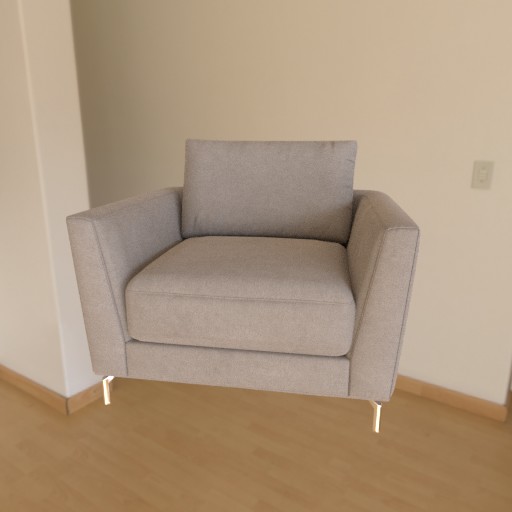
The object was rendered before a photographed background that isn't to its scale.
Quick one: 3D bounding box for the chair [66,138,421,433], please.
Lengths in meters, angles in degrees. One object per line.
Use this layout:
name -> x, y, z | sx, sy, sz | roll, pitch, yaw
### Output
chair -> 0.000, 0.000, 1.687 | 1.041, 0.864, 0.889 | 2, 15, 9
